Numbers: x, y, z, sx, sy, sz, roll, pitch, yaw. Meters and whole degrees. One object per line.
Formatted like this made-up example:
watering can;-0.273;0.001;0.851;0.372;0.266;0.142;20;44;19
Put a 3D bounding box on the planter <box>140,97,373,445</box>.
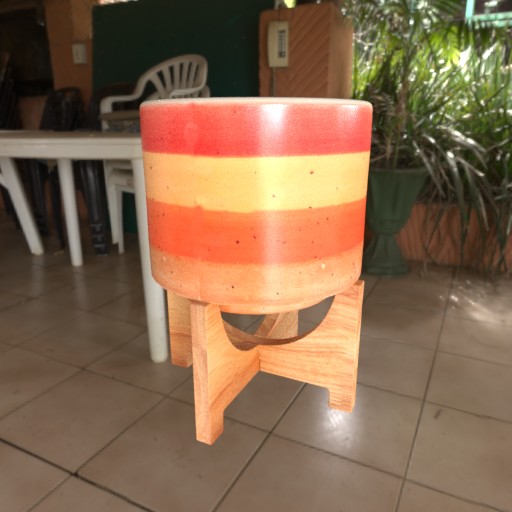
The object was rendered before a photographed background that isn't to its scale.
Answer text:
planter;0.000;0.000;0.411;0.199;0.268;0.199;0;17;0
